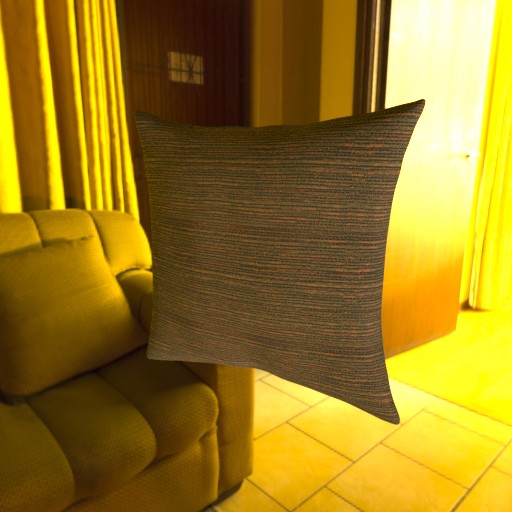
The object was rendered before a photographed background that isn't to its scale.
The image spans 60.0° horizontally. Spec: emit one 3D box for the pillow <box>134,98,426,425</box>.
[{"bbox_3d":[0.000,0.000,0.764,0.514,0.497,0.150,7,14,26],"label":"pillow"}]
